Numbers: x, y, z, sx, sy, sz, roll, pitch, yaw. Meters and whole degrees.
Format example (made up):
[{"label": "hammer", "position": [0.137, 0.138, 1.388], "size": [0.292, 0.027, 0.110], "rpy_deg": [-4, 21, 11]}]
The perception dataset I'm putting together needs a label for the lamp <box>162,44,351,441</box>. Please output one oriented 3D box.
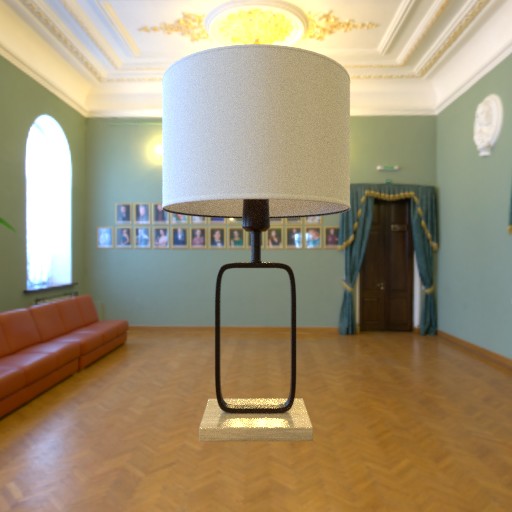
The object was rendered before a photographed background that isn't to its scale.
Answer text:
[{"label": "lamp", "position": [0.000, 0.000, 0.670], "size": [0.279, 0.508, 0.279], "rpy_deg": [0, 0, 0]}]
